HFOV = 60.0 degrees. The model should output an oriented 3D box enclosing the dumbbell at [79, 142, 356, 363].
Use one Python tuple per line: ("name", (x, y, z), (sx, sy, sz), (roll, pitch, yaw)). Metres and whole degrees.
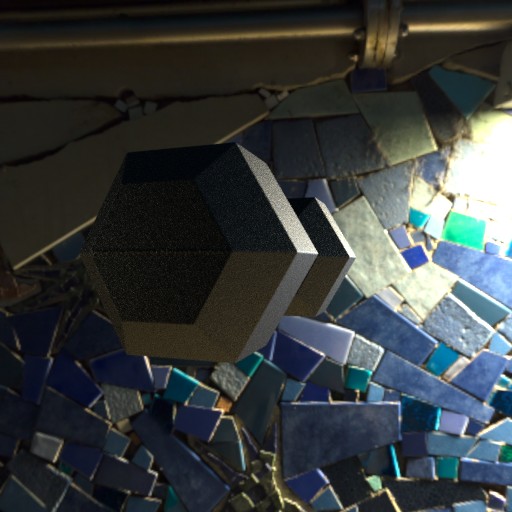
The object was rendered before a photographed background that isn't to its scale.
("dumbbell", (0.000, 0.000, 0.431), (0.157, 0.137, 0.361), (0, -1, 19))
